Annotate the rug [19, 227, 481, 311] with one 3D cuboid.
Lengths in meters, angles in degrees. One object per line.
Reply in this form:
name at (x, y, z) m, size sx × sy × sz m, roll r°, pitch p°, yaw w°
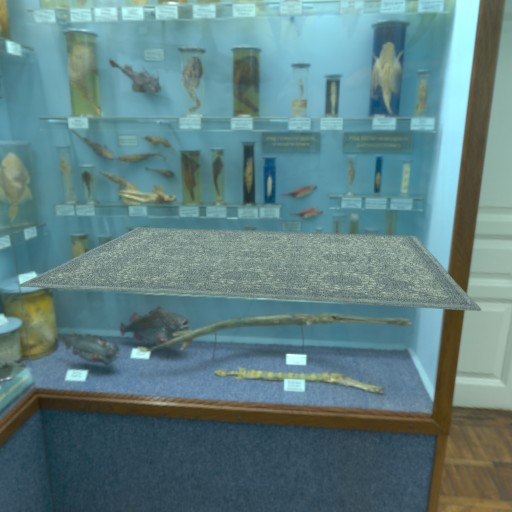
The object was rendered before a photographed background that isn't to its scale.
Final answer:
rug at (0.000, 0.000, 2.304) m, size 1.830 × 0.016 × 1.224 m, roll 2°, pitch 15°, yaw 8°
